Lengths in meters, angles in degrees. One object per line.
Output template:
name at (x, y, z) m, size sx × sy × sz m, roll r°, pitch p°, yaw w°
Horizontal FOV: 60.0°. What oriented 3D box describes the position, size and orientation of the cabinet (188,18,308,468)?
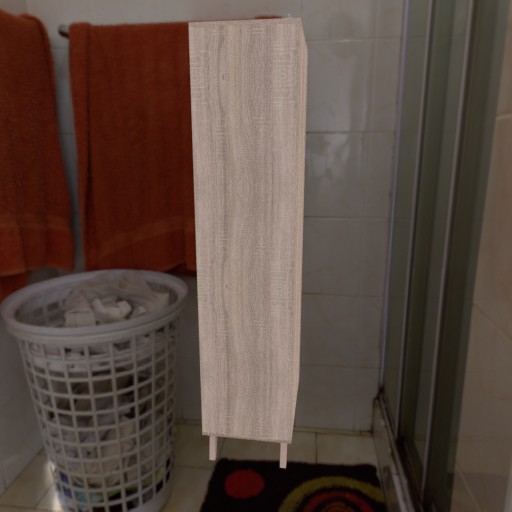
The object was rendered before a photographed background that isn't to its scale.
cabinet at (0.000, 0.000, 2.055) m, size 0.400 × 1.850 × 0.570 m, roll 2°, pitch 14°, yaw 9°
